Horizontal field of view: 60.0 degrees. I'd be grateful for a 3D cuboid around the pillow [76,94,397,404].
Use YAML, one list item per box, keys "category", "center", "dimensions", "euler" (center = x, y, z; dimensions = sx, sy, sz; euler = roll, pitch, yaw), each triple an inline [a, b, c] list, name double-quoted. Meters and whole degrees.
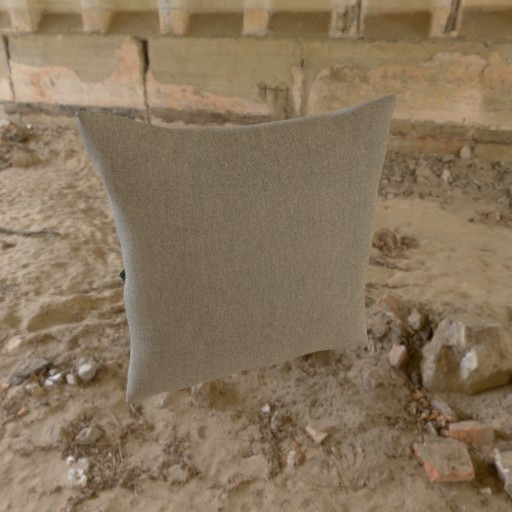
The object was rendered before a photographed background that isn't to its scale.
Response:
- category: "pillow"
  center: [0.000, 0.000, 0.662]
  dimensions: [0.433, 0.436, 0.173]
  euler: [-9, 29, -18]
